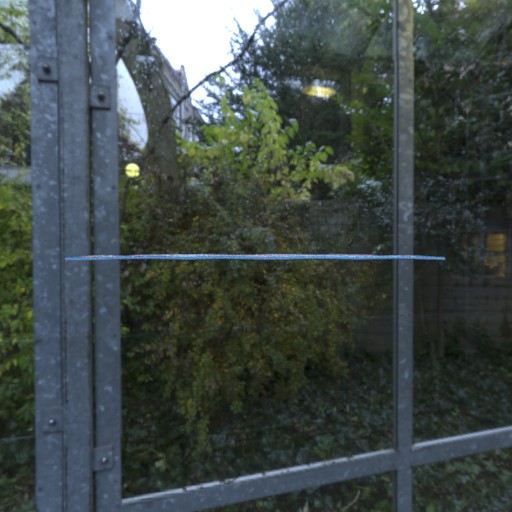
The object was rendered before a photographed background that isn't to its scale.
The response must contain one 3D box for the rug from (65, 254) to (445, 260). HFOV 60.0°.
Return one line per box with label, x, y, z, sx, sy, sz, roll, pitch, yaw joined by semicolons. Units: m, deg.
rug;0.000;0.000;2.293;1.195;0.014;1.847;0;0;0
